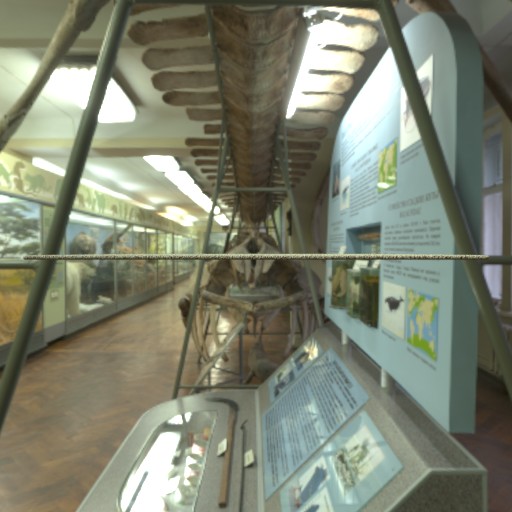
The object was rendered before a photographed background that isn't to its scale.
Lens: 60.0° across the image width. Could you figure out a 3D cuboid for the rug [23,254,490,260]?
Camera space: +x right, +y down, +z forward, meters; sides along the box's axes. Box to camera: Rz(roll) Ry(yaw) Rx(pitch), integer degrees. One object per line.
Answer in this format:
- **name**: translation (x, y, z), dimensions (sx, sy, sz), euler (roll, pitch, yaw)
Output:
- **rug**: translation (0.000, 0.000, 4.083), dimensions (3.047, 0.029, 2.438), euler (0, 0, 0)
